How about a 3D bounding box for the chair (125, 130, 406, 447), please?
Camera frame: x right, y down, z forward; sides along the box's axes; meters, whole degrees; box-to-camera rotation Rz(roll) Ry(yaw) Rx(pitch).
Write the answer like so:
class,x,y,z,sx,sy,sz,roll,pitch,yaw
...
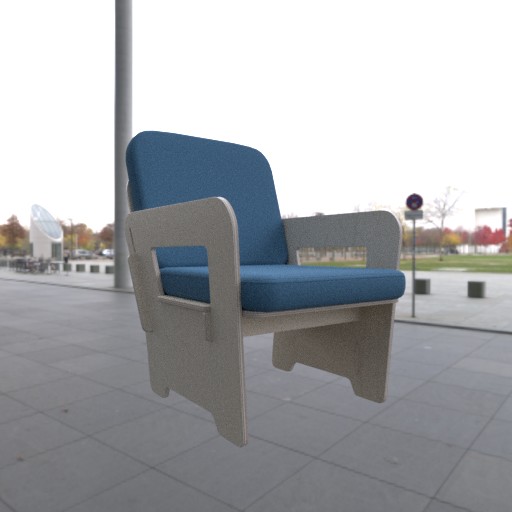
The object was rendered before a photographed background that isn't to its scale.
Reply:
class,x,y,z,sx,sy,sz,roll,pitch,yaw
chair,0.000,0.000,1.194,0.547,0.747,0.657,-1,1,-36
